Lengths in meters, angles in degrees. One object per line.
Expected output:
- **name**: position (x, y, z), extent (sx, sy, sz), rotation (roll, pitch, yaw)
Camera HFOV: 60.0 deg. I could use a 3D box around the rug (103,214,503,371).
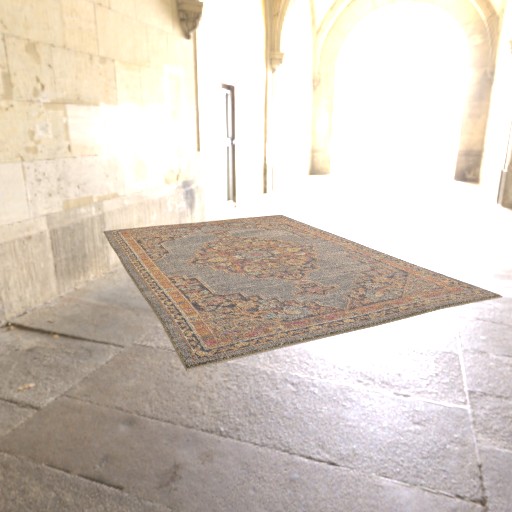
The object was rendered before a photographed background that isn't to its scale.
- **rug**: position (0.000, 0.000, 3.805), extent (2.158, 0.024, 3.063), rotation (-8, 18, -24)
